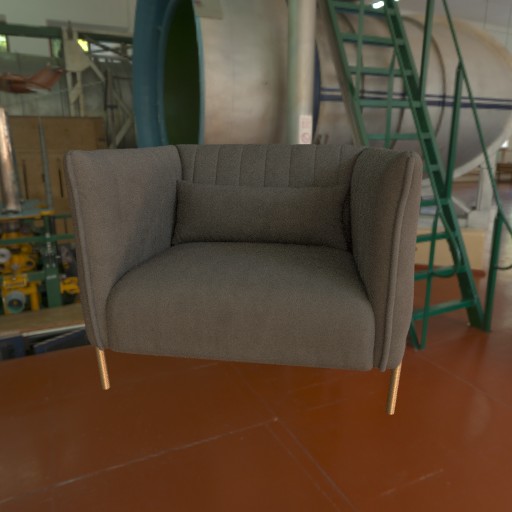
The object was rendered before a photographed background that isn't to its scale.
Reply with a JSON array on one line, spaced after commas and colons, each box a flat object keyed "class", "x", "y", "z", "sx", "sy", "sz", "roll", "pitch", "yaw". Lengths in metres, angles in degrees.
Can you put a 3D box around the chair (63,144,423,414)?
[{"class": "chair", "x": 0.000, "y": 0.000, "z": 1.600, "sx": 0.981, "sy": 0.779, "sz": 0.873, "roll": 2, "pitch": 15, "yaw": 8}]
